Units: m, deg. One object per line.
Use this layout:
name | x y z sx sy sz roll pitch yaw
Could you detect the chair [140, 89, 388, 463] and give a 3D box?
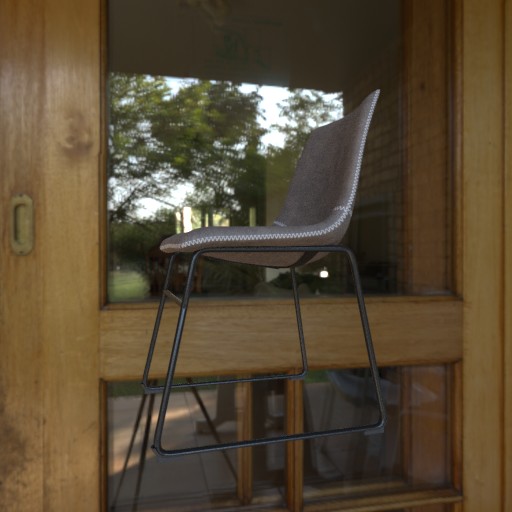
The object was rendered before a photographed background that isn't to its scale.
chair | 0.000 0.000 1.124 0.550 0.780 0.460 0 0 -17
